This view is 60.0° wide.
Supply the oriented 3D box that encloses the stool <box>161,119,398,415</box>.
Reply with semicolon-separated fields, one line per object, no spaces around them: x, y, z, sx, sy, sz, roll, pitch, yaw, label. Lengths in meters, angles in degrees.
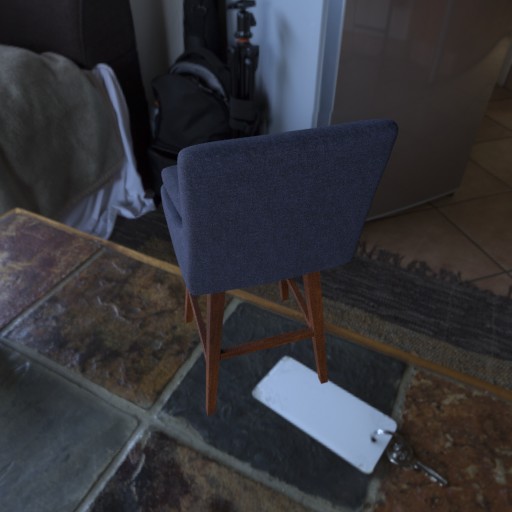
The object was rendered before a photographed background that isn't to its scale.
0.000;0.000;1.368;0.489;1.068;0.572;-12;44;-12;stool
